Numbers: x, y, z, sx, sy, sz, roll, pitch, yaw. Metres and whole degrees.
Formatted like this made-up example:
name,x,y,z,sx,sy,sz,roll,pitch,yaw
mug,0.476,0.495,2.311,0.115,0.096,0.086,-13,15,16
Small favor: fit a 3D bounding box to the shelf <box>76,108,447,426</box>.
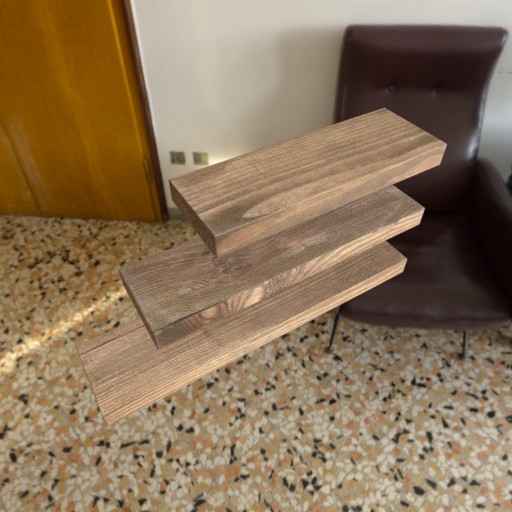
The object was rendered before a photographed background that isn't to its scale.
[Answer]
name,x,y,z,sx,sy,sz,roll,pitch,yaw
shelf,0.000,0.000,0.720,0.610,0.293,0.140,-23,50,-22
